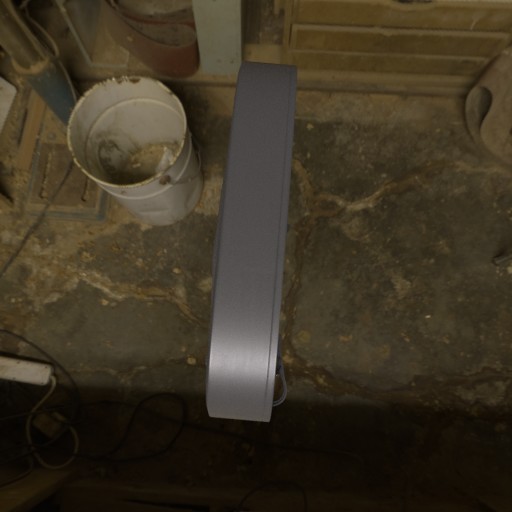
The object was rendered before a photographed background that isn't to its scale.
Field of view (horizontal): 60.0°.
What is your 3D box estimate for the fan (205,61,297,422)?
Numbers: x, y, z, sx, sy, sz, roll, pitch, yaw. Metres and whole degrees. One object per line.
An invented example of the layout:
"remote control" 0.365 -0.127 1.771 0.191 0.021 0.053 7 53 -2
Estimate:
"fan" 0.000 0.000 0.796 0.142 0.533 0.526 5 77 1
